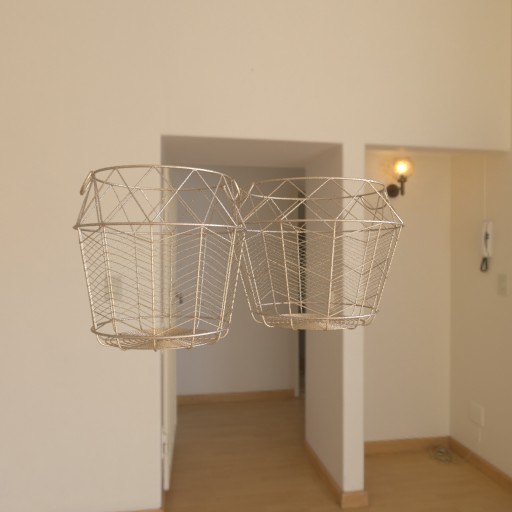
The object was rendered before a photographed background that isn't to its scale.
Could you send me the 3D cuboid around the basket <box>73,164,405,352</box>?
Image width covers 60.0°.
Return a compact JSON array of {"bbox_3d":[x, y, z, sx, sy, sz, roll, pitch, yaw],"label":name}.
[{"bbox_3d":[0.000,0.000,1.039,0.805,0.343,0.451,0,0,-35],"label":"basket"}]
